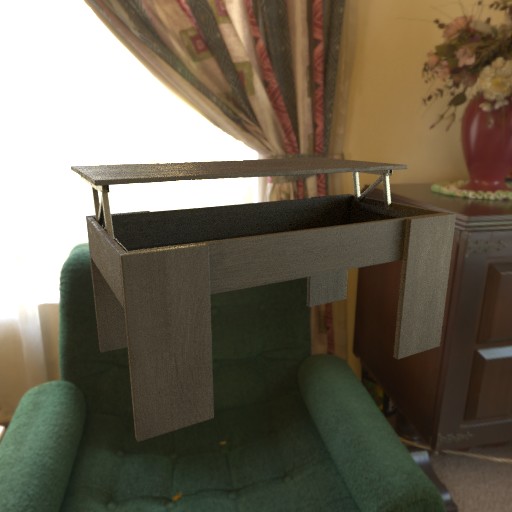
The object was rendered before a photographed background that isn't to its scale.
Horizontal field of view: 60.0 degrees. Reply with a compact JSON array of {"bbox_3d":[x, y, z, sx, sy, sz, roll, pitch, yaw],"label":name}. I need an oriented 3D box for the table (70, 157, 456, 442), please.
[{"bbox_3d":[0.000,0.000,1.454,1.000,0.570,0.711,-8,18,-27],"label":"table"}]
